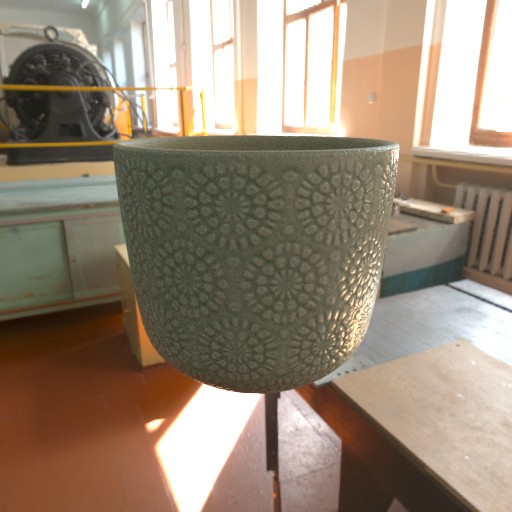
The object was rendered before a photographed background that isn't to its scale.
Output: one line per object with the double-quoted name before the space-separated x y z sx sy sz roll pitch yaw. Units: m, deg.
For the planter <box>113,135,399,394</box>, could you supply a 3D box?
"planter" 0.000 0.000 0.216 0.124 0.109 0.124 0 18 0
